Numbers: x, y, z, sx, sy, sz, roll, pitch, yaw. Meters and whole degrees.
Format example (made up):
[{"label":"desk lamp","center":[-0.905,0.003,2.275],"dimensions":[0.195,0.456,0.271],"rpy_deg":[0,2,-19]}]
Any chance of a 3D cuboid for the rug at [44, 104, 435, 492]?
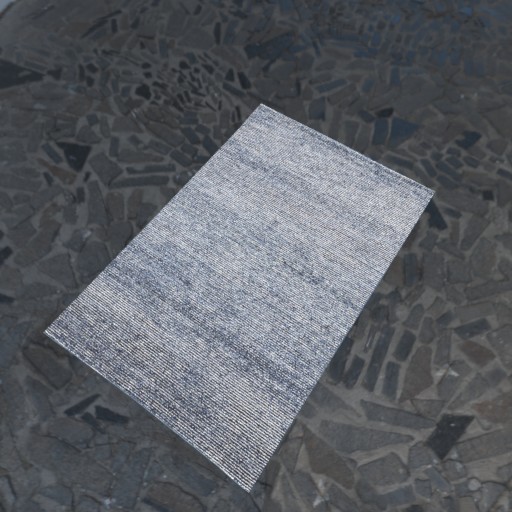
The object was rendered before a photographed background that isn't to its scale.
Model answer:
[{"label":"rug","center":[0.000,0.000,2.183],"dimensions":[1.135,0.010,1.740],"rpy_deg":[32,67,15]}]
